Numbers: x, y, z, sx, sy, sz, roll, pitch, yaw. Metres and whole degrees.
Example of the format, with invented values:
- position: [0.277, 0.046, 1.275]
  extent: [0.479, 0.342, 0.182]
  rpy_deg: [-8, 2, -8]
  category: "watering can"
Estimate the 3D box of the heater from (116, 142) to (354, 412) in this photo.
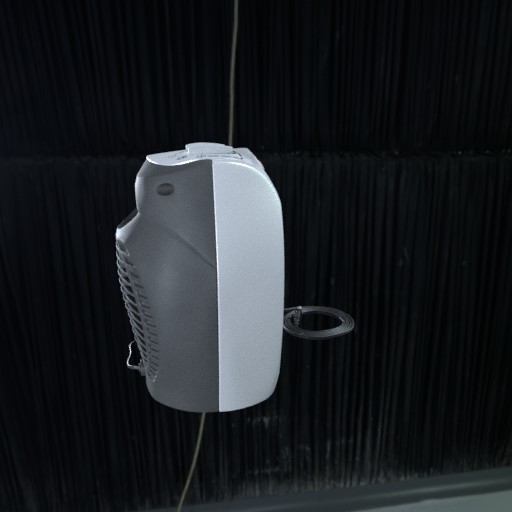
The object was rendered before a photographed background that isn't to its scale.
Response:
- position: [0.000, 0.000, 0.483]
  extent: [0.291, 0.240, 0.239]
  rpy_deg: [-3, 16, -10]
  category: "heater"
